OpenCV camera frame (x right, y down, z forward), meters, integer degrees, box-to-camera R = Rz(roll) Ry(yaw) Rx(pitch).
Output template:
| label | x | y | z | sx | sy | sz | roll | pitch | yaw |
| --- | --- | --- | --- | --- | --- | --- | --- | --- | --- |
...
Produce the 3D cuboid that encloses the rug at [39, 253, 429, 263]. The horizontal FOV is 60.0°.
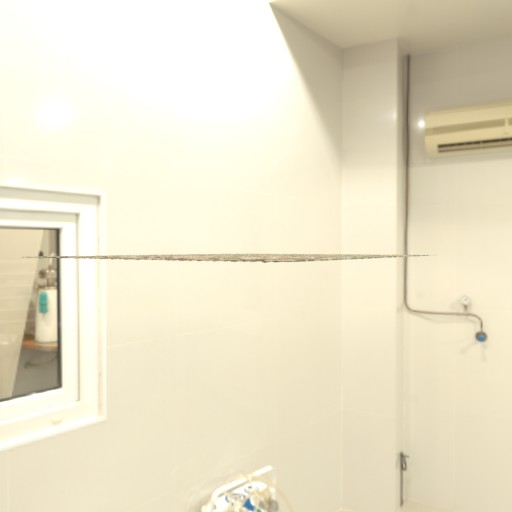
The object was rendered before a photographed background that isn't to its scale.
| label | x | y | z | sx | sy | sz | roll | pitch | yaw |
| --- | --- | --- | --- | --- | --- | --- | --- | --- | --- |
| rug | 0.000 | 0.000 | 4.018 | 2.438 | 0.010 | 3.048 | 1 | 1 | 35 |
